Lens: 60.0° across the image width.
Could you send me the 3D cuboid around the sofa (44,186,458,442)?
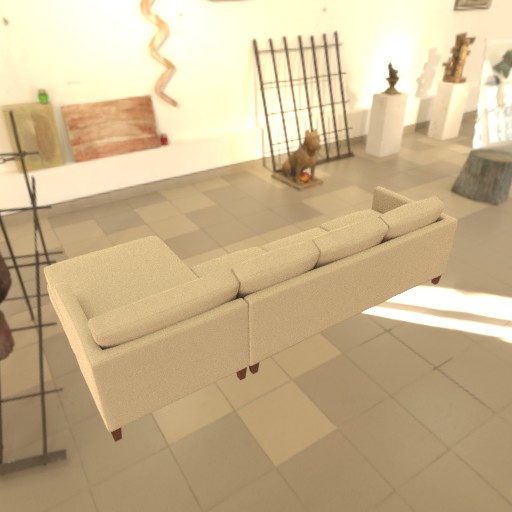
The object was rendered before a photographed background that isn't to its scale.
[{"bbox_3d":[0.000,0.000,3.820,3.186,0.861,1.625,-19,37,-28],"label":"sofa"}]
